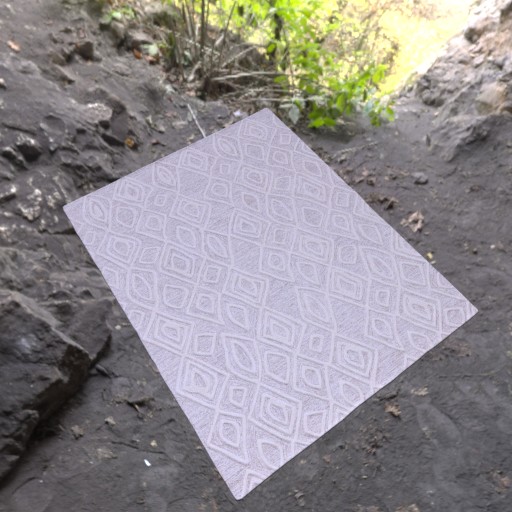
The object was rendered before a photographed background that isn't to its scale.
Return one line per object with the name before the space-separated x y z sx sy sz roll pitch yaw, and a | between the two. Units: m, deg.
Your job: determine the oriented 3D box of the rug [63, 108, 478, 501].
rug | 0.000 0.000 3.991 2.449 0.025 3.049 -31 64 -17
